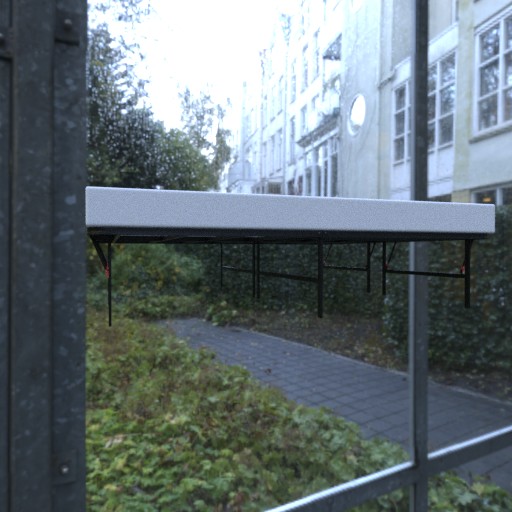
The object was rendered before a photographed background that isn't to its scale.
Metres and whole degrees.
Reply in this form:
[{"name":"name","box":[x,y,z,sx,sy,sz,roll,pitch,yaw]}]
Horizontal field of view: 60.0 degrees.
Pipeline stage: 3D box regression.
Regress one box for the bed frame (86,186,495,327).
[{"name":"bed frame","box":[0.000,0.000,2.945,2.032,0.559,1.930,0,1,-19]}]
